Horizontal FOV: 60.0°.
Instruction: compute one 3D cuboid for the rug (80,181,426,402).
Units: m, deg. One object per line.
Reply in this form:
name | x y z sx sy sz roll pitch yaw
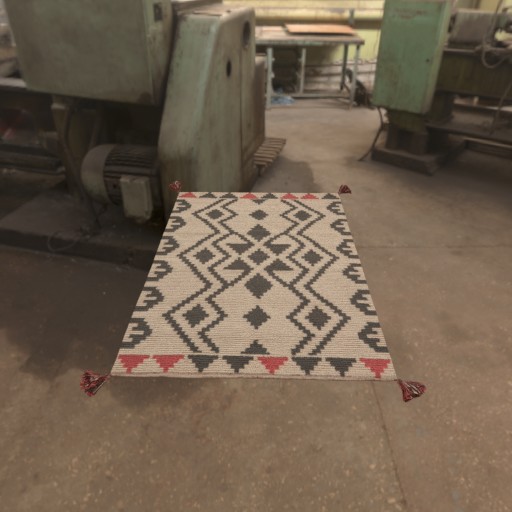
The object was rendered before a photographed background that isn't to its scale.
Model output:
rug | 0.000 0.000 2.634 1.444 0.067 2.069 1 33 1
